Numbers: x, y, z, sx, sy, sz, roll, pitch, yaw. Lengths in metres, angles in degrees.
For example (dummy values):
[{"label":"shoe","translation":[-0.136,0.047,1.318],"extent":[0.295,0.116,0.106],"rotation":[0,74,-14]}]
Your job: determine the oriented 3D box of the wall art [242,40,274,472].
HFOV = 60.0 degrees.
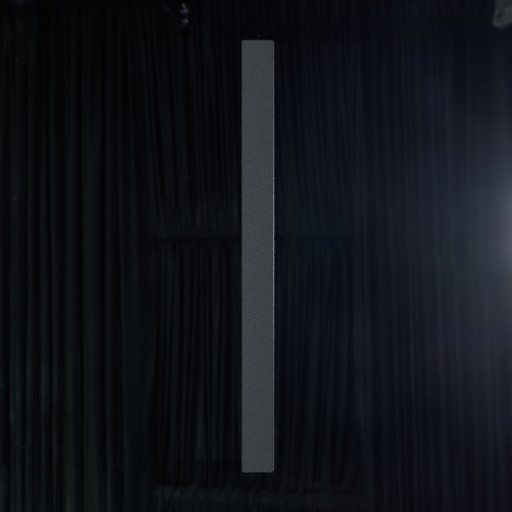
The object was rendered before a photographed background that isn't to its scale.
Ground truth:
[{"label":"wall art","translation":[0.000,0.000,0.773],"extent":[0.037,0.508,0.508],"rotation":[0,0,0]}]
